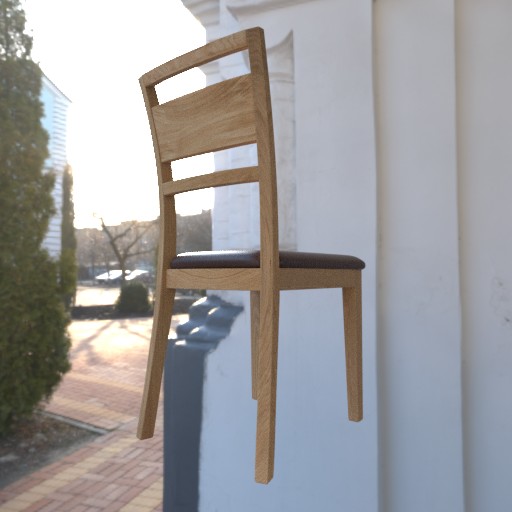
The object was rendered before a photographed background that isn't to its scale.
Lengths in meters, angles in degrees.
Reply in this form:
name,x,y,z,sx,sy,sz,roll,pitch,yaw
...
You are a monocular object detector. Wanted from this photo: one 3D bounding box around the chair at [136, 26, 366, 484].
name,x,y,z,sx,sy,sz,roll,pitch,yaw
chair,0.000,0.000,1.215,0.420,0.940,0.545,-2,-3,38
